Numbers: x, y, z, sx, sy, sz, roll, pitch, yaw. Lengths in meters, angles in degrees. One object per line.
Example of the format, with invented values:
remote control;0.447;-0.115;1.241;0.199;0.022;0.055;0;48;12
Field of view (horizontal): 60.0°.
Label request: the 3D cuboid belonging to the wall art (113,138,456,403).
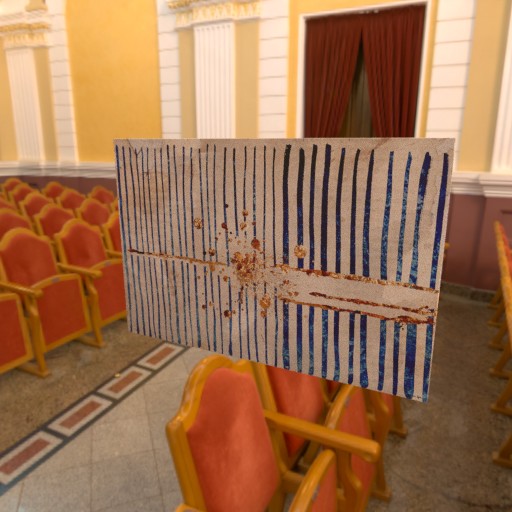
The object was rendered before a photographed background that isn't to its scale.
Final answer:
wall art;0.000;0.000;1.187;0.919;0.609;0.030;7;16;26
